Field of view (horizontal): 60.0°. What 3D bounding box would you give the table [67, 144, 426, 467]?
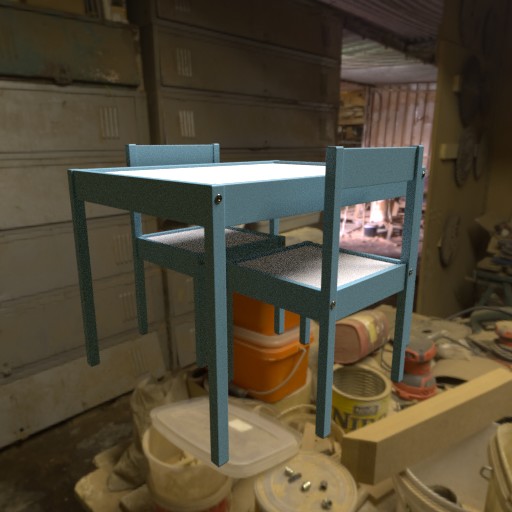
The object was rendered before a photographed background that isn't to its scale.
[{"bbox_3d":[0.000,0.000,1.033,0.639,0.503,0.633,-14,20,-43],"label":"table"}]
